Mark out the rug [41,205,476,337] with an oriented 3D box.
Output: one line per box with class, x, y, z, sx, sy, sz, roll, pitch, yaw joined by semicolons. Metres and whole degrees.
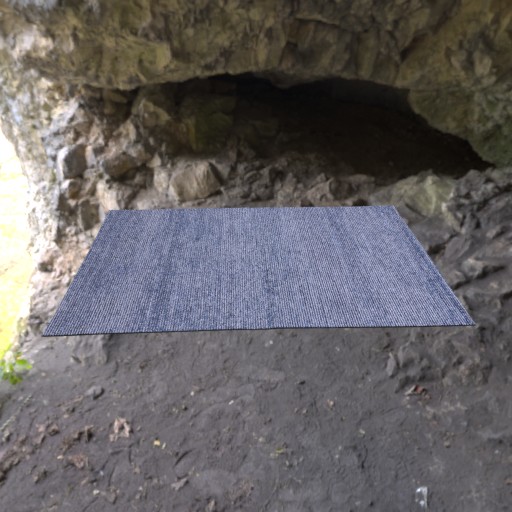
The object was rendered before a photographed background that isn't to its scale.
rug;0.000;0.000;2.277;1.777;0.021;1.145;-1;32;-2
